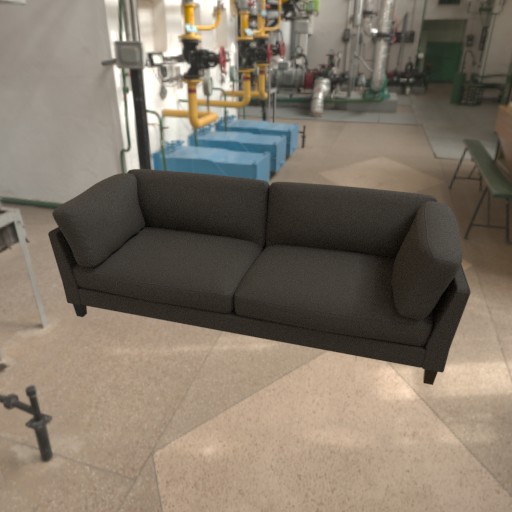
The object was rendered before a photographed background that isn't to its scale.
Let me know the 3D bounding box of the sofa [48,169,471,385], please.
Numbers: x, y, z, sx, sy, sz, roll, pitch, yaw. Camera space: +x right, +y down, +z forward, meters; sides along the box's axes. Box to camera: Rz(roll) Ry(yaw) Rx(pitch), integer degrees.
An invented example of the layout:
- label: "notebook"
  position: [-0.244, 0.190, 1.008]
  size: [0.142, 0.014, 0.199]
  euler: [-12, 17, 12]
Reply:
- label: "sofa"
  position: [0.000, 0.000, 2.778]
  size: [2.312, 0.792, 0.969]
  euler: [8, 28, 15]
